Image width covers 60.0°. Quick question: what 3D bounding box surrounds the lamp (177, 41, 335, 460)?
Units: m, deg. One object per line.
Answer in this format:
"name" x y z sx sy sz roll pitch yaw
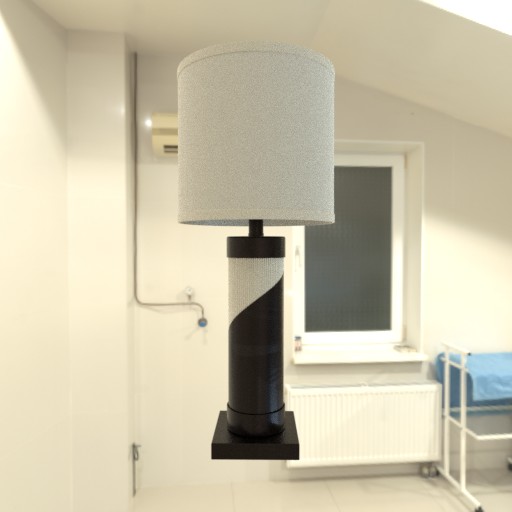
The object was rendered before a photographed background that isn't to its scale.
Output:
"lamp" 0.000 0.000 0.605 0.211 0.509 0.211 0 2 1
